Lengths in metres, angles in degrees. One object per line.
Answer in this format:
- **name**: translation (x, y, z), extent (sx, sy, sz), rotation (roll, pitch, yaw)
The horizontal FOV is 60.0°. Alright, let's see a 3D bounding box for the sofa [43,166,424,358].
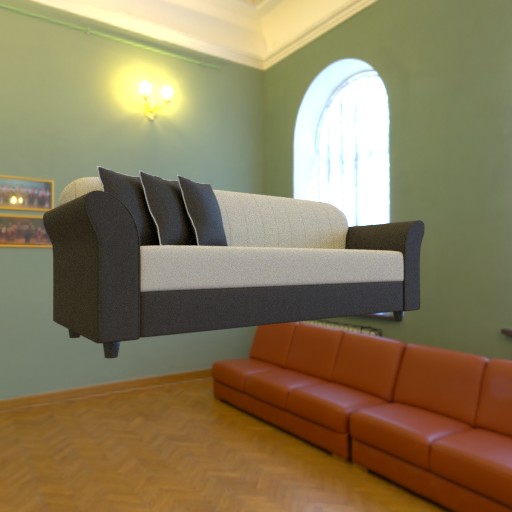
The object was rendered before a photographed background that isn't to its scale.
- **sofa**: translation (0.000, 0.000, 2.422), extent (2.001, 0.787, 0.755), rotation (1, -1, -36)
